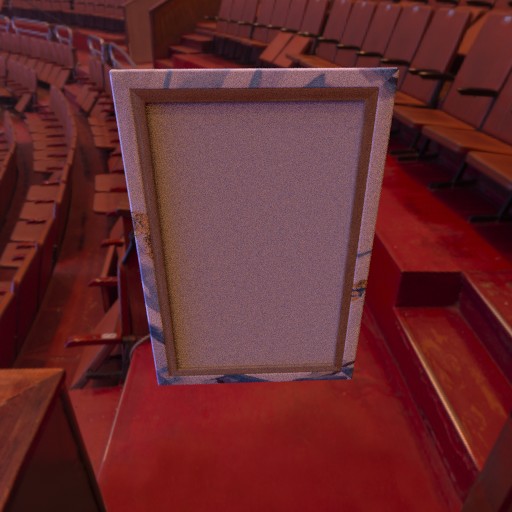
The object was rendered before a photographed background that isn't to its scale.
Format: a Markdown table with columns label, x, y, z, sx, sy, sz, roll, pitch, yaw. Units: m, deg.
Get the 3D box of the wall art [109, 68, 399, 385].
| label | x | y | z | sx | sy | sz | roll | pitch | yaw |
| --- | --- | --- | --- | --- | --- | --- | --- | --- | --- |
| wall art | 0.000 | 0.000 | 1.165 | 0.610 | 0.914 | 0.016 | -1 | 31 | -2 |
